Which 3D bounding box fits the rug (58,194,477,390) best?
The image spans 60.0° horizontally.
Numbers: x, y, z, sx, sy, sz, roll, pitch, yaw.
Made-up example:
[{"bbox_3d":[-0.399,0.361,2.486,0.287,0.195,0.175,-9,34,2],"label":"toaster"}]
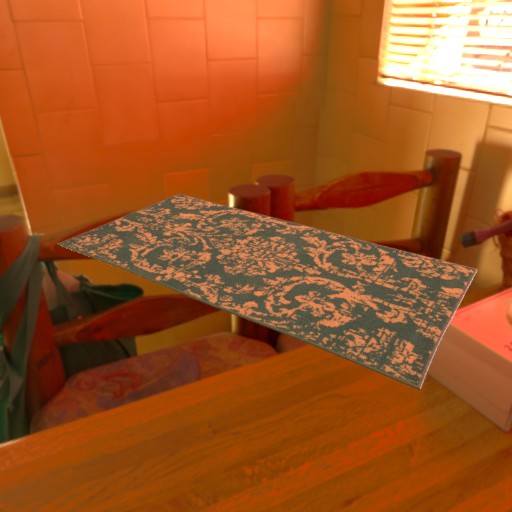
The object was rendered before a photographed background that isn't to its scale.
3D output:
[{"bbox_3d":[0.000,0.000,1.427,1.219,0.007,0.604,17,32,30],"label":"rug"}]
